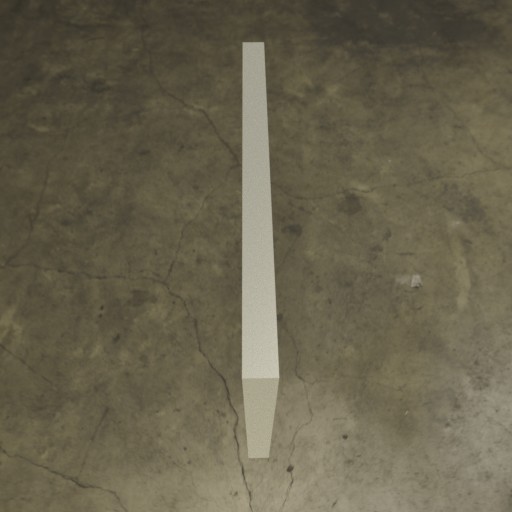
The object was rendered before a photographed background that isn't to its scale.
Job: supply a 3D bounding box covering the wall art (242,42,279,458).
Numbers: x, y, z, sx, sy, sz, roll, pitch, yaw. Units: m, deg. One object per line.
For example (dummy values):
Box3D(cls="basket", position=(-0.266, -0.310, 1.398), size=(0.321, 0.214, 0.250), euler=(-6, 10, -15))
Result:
Box3D(cls="wall art", position=(0.000, 0.000, 1.413), size=(0.066, 0.801, 1.056), euler=(-1, 56, 0))
